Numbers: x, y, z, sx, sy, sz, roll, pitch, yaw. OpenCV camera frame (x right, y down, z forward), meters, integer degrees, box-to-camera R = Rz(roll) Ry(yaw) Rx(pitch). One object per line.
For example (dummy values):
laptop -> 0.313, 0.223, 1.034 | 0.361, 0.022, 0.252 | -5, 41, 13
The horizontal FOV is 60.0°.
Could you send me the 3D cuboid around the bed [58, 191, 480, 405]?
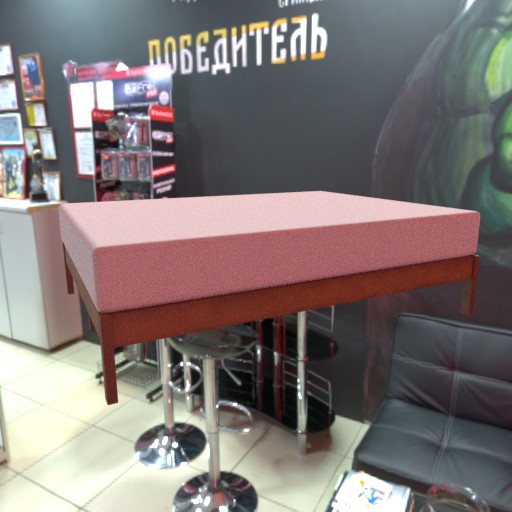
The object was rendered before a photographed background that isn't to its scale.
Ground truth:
bed -> 0.000, 0.000, 2.691 | 2.050, 0.593, 1.529 | -7, 15, -27
